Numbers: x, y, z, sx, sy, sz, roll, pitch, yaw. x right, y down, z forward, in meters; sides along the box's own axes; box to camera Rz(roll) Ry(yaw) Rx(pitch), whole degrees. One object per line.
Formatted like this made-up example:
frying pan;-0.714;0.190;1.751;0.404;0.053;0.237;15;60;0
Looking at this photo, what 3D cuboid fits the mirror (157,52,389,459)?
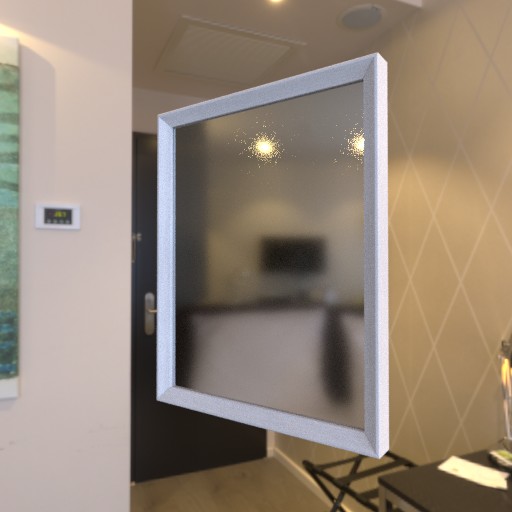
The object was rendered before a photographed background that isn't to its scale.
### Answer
mirror;0.000;0.000;0.688;0.406;0.509;0.041;-1;-1;36
